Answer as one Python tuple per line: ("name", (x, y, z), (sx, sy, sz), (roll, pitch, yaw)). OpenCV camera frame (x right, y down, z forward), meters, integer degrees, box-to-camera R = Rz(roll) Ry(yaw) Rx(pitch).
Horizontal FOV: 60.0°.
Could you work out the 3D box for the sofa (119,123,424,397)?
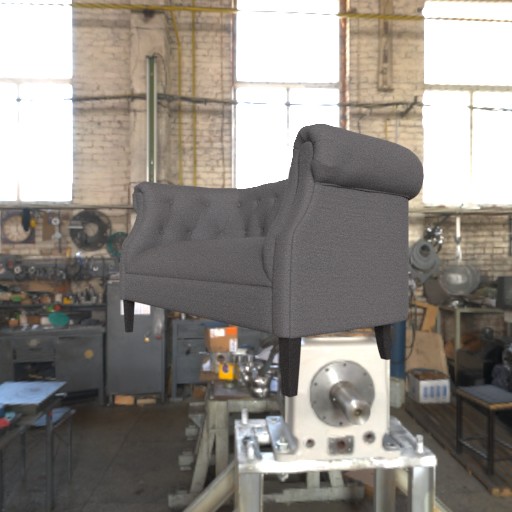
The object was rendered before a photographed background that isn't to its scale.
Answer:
("sofa", (0.000, 0.000, 2.078), (0.835, 0.827, 1.558), (0, 0, -36))
